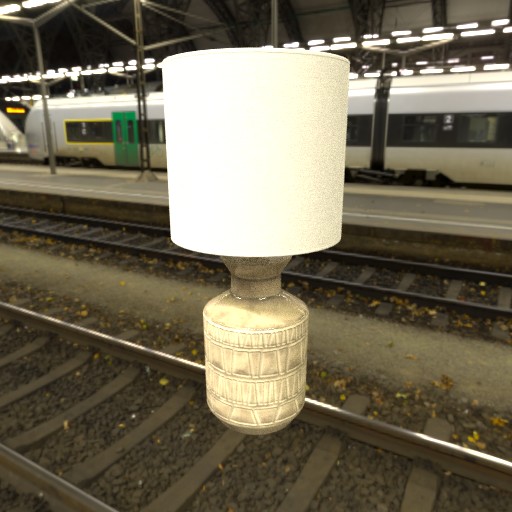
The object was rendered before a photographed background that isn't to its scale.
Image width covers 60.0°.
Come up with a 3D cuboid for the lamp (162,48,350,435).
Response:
[{"bbox_3d":[0.000,0.000,0.569,0.211,0.455,0.211,2,16,9],"label":"lamp"}]
